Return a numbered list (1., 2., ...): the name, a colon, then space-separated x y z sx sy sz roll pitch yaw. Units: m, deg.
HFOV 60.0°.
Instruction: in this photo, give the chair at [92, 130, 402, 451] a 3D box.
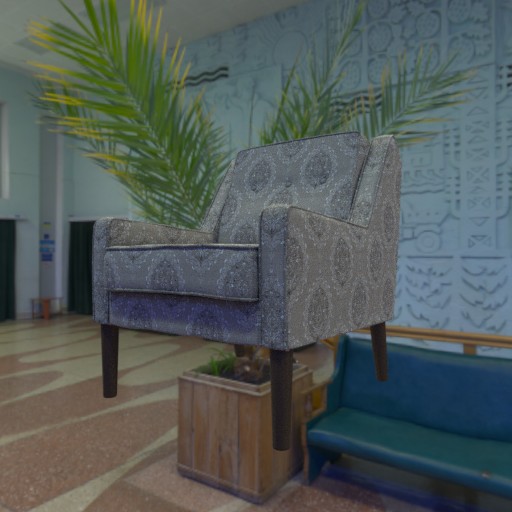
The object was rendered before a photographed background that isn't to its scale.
1. chair: 0.000 0.000 1.340 0.665 0.797 0.750 0 0 35
